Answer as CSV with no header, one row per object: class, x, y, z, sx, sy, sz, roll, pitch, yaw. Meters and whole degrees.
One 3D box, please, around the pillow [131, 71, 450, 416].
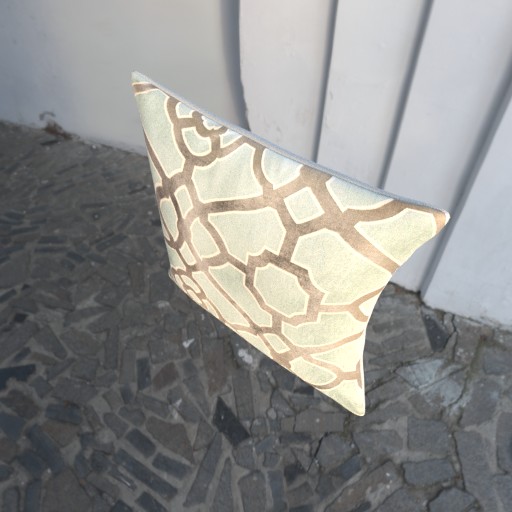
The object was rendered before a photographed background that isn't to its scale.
pillow,0.000,0.000,0.789,0.552,0.508,0.166,32,55,26
